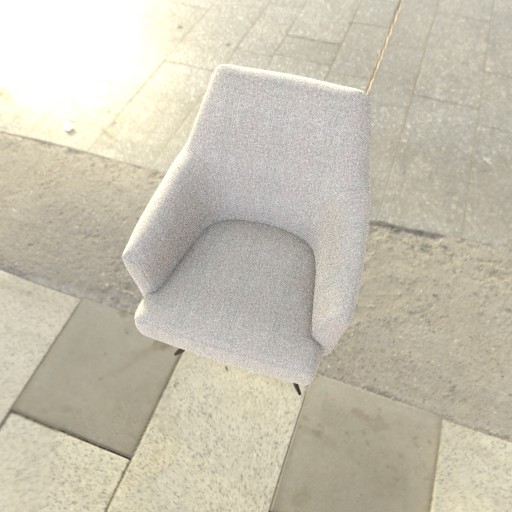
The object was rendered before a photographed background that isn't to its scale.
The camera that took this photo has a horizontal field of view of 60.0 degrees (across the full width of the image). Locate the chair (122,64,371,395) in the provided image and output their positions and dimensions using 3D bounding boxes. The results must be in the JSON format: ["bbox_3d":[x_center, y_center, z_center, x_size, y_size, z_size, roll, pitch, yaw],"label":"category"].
[{"bbox_3d":[0.000,0.000,1.395,0.642,0.874,0.677,15,57,10],"label":"chair"}]
